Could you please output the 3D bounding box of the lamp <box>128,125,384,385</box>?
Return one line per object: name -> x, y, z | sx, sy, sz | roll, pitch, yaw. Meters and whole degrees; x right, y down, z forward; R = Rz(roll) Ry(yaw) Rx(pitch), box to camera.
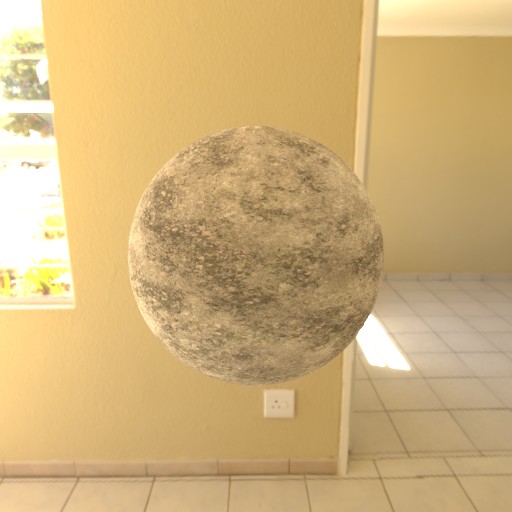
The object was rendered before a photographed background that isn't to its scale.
lamp -> 0.000, 0.000, 0.760 | 0.422, 0.429, 0.422 | 0, 14, 0
